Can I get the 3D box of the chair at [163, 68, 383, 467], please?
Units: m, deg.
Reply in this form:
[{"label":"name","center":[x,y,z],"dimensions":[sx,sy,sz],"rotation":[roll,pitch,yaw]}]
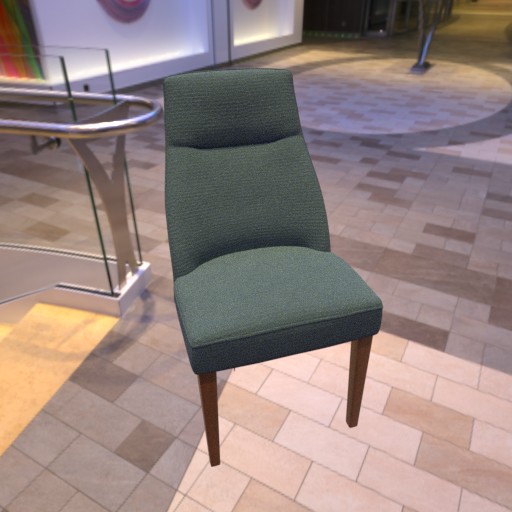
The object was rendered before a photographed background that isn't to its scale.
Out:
[{"label":"chair","center":[0.000,0.000,1.287],"dimensions":[0.500,0.930,0.620],"rotation":[-9,33,-15]}]
